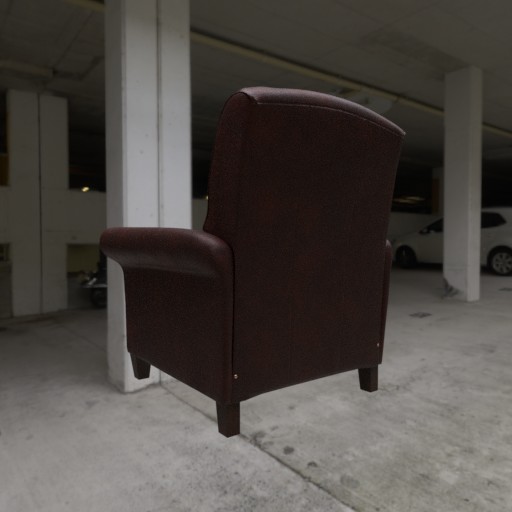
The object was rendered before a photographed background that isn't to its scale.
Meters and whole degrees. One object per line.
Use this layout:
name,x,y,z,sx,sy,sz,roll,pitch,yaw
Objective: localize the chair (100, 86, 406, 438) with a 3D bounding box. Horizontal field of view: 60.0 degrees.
chair,0.000,0.000,1.788,0.978,1.061,0.902,-1,2,-37
